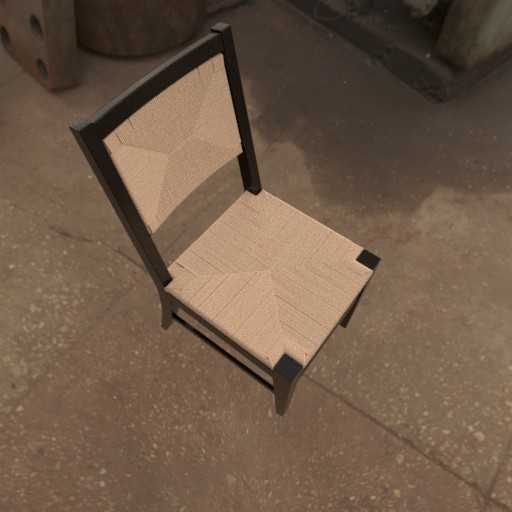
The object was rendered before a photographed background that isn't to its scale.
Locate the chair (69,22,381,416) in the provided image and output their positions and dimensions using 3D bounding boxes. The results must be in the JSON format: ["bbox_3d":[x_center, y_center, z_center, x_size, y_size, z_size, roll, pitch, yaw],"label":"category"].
[{"bbox_3d":[0.000,0.000,1.208,0.552,0.927,0.437,33,63,19],"label":"chair"}]
